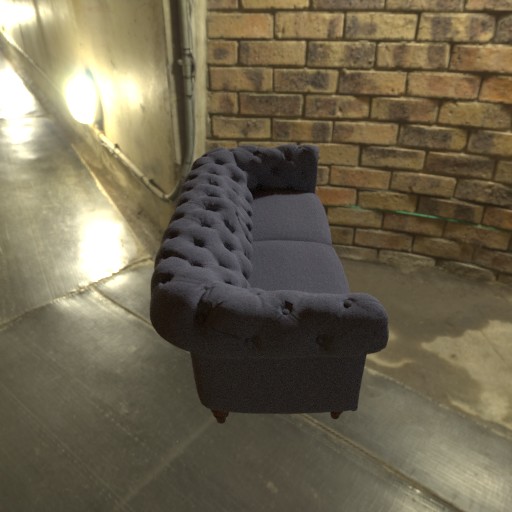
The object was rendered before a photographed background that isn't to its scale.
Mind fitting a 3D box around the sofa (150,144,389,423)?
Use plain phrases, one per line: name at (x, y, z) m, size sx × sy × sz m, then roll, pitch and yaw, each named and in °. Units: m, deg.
sofa at (0.000, 0.000, 2.861) m, size 1.046 × 0.836 × 2.335 m, roll 0°, pitch 31°, yaw 0°
